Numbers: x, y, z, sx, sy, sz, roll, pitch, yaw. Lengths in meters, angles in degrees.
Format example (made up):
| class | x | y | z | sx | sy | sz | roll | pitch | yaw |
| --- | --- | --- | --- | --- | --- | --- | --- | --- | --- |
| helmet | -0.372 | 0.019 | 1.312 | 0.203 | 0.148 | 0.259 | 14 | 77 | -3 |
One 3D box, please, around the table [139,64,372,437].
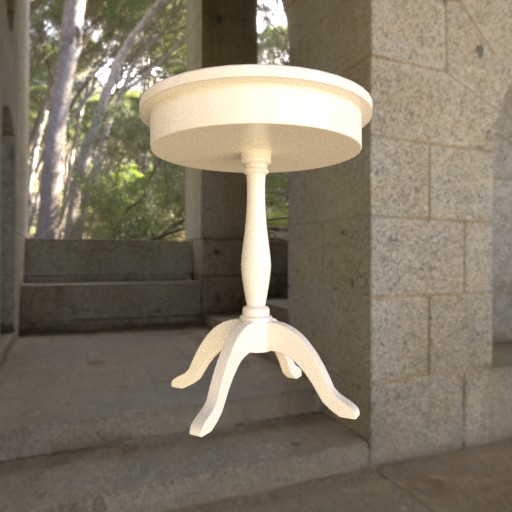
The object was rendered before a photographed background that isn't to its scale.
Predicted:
| class | x | y | z | sx | sy | sz | roll | pitch | yaw |
| --- | --- | --- | --- | --- | --- | --- | --- | --- | --- |
| table | 0.000 | 0.000 | 1.007 | 0.513 | 0.653 | 0.513 | 0 | 0 | 0 |
